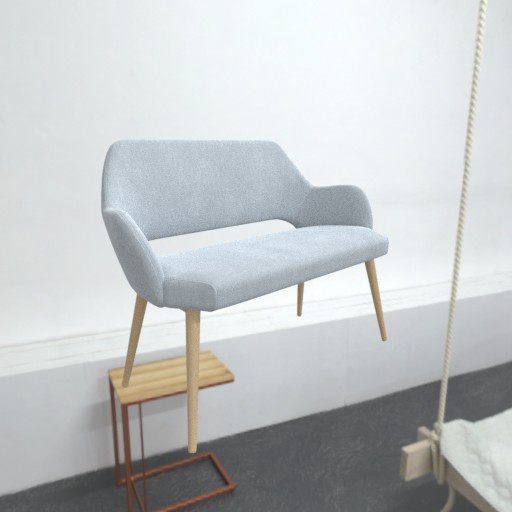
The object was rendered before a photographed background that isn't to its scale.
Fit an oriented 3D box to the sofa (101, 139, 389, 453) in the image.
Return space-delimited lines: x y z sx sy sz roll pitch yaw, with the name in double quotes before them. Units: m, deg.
"sofa" 0.000 0.000 1.651 1.150 0.840 0.610 -14 20 -43
